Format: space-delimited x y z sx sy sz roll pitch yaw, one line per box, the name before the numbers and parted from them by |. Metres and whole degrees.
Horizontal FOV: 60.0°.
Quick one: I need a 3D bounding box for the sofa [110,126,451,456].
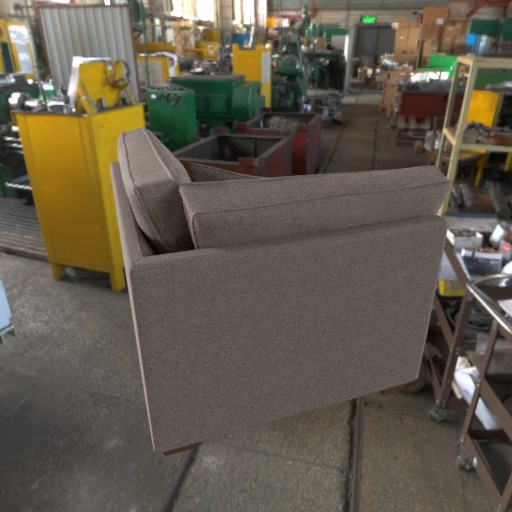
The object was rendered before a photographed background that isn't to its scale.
sofa | 0.000 0.000 1.851 1.050 0.951 1.042 -9 27 -17
